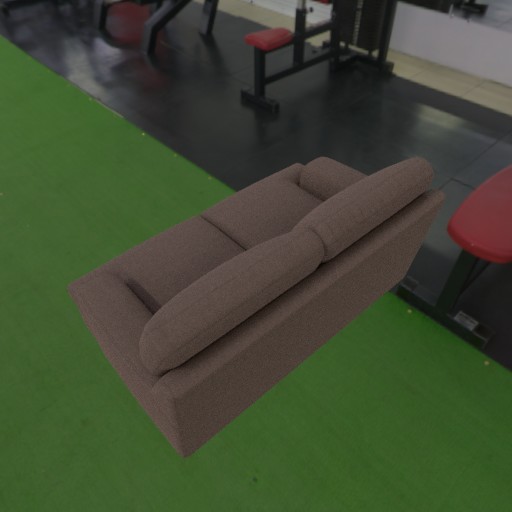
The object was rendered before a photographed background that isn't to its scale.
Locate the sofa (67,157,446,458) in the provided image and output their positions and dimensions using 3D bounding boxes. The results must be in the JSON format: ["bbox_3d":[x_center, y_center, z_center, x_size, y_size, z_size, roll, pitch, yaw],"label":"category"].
[{"bbox_3d":[0.000,0.000,2.500,1.869,0.950,1.140,-32,54,-28],"label":"sofa"}]
